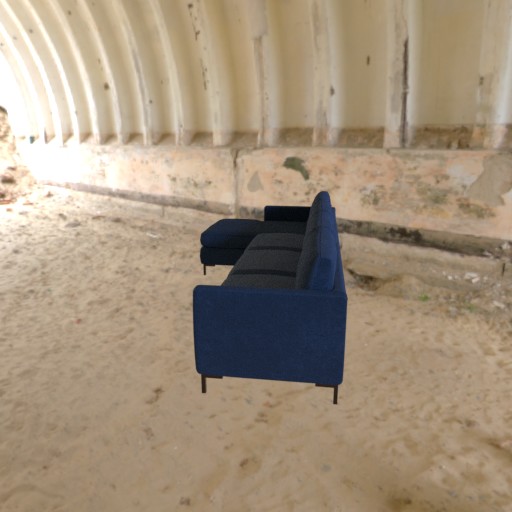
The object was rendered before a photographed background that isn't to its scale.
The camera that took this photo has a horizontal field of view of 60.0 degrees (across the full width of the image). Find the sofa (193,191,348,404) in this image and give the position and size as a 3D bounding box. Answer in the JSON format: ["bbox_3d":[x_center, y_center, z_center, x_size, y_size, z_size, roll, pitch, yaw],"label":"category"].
[{"bbox_3d":[0.000,0.000,3.075,1.128,0.679,2.450,2,15,8],"label":"sofa"}]
